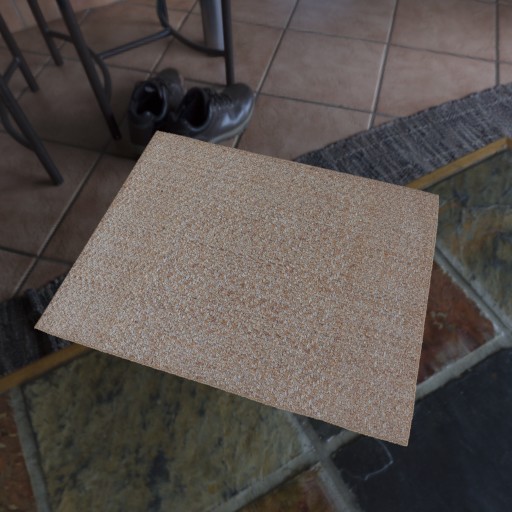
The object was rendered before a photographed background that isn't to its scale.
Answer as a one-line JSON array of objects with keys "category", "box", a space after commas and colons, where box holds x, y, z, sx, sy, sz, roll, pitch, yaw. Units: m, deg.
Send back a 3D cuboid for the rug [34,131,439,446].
[{"category": "rug", "box": [0.000, 0.000, 3.987, 3.048, 0.013, 2.439, 15, 59, 9]}]
